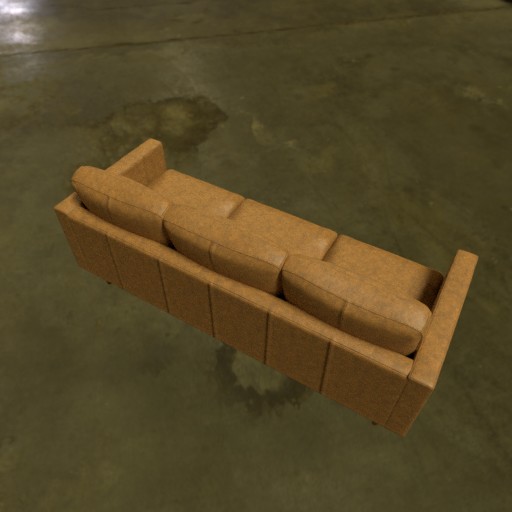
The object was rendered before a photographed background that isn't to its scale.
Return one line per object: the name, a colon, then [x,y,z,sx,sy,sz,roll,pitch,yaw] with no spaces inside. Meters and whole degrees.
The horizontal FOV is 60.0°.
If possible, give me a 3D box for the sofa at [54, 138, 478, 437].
sofa: [0.000,0.000,2.626,2.231,0.930,0.903,23,51,21]
